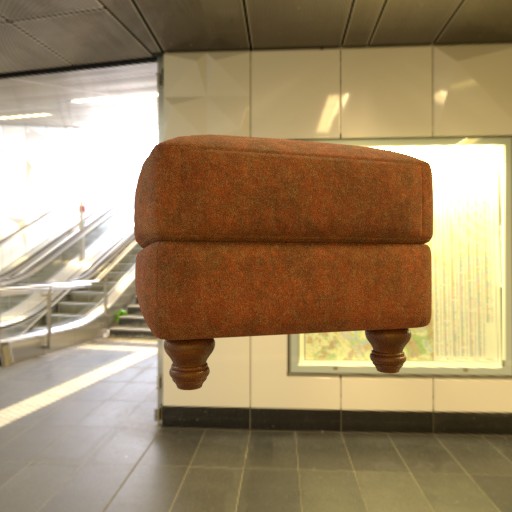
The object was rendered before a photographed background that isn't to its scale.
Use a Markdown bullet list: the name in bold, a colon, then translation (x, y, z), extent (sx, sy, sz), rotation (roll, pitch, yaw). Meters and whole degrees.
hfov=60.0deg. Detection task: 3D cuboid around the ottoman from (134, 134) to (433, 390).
- **ottoman**: translation (0.000, 0.000, 1.195), extent (0.635, 0.508, 0.787), rotation (0, 0, -16)
